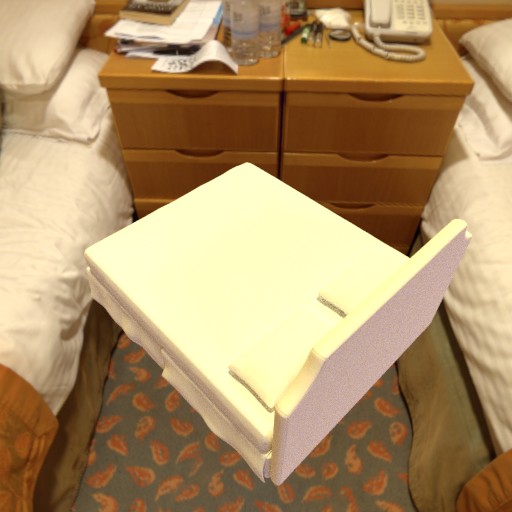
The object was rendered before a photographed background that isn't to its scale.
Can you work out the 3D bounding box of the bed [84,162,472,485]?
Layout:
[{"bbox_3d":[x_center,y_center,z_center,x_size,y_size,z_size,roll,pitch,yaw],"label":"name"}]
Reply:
[{"bbox_3d":[0.000,0.000,4.085,2.350,1.590,2.773,-35,55,-29],"label":"bed"}]
